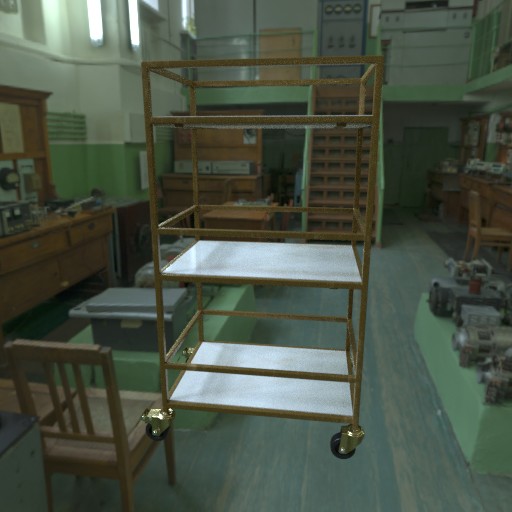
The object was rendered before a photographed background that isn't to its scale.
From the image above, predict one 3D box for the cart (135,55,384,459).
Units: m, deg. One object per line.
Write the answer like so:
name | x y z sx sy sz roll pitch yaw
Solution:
cart | 0.000 0.000 0.981 0.483 0.761 0.332 2 15 8
